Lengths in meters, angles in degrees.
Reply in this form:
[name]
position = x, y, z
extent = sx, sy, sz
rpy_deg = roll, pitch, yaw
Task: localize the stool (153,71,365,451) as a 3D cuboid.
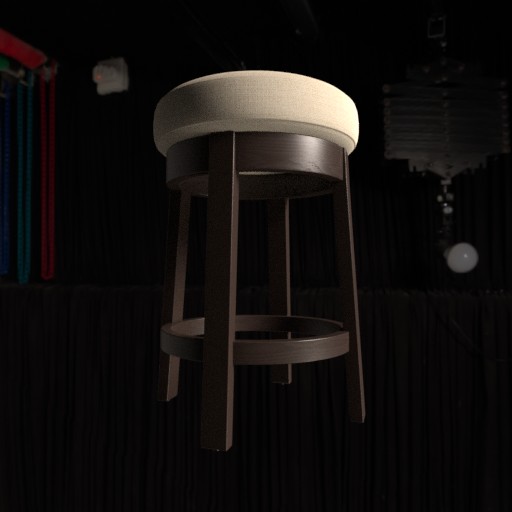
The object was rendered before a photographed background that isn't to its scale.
[stool]
position = 0.000, 0.000, 0.948
extent = 0.449, 0.655, 0.449
rpy_deg = 0, -1, 0
